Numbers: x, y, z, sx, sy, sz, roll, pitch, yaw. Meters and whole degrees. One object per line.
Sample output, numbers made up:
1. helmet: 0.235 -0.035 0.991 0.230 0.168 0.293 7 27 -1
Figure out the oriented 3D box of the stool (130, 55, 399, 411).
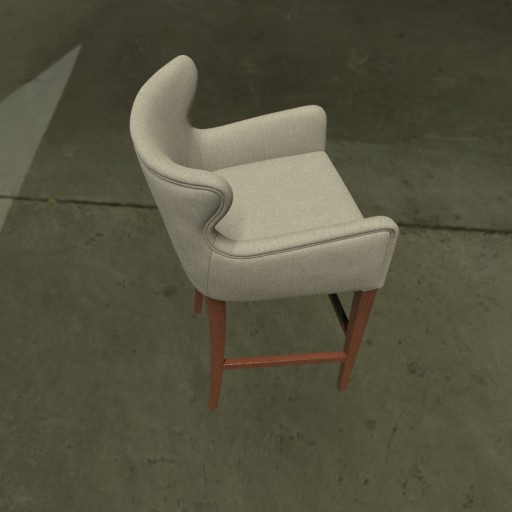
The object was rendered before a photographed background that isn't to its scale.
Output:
1. stool: 0.000 0.000 1.387 0.575 1.047 0.575 -9 48 -8
